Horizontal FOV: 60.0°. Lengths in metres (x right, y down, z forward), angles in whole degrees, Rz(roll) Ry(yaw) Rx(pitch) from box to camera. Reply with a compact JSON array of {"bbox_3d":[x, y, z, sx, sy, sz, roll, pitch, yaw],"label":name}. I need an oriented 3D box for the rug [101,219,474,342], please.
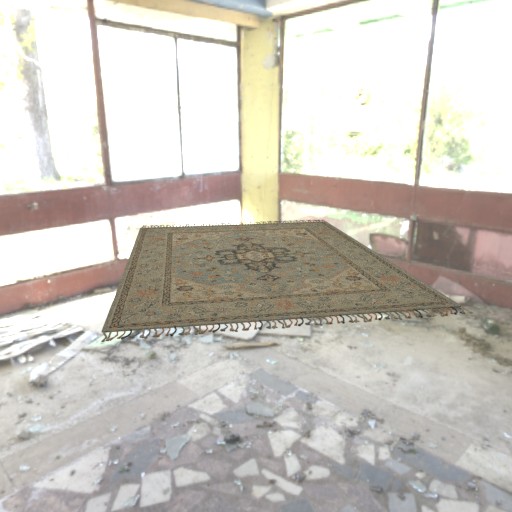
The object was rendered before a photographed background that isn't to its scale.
[{"bbox_3d":[0.000,0.000,3.506,1.971,0.010,2.651,-3,16,-9],"label":"rug"}]
